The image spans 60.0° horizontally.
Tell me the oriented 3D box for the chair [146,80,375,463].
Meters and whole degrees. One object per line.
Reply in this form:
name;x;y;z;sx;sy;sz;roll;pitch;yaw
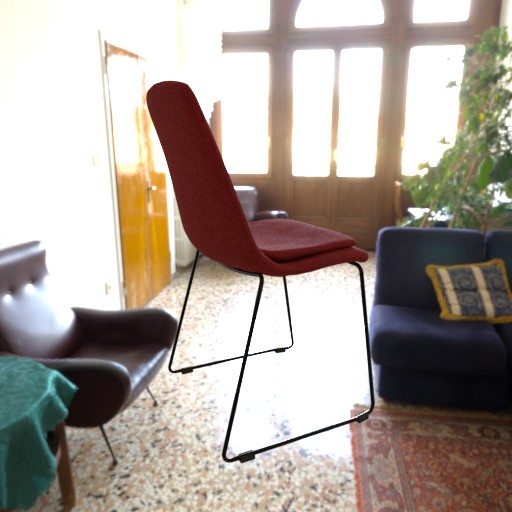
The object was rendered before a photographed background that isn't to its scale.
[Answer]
chair;0.000;0.000;1.206;0.518;0.858;0.479;-7;15;-25
